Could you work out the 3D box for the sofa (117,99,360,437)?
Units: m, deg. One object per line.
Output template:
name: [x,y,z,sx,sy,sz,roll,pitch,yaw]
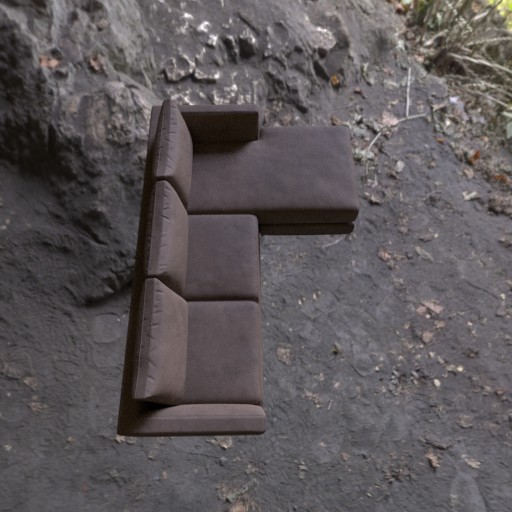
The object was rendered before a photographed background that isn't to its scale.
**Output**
sofa: [0.000,0.000,3.237,1.622,0.987,2.438,-1,65,0]
